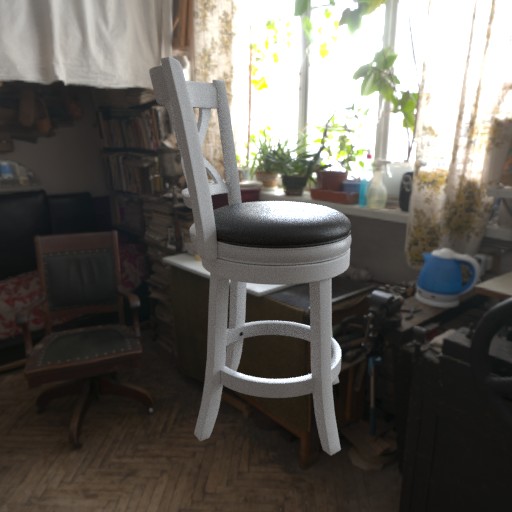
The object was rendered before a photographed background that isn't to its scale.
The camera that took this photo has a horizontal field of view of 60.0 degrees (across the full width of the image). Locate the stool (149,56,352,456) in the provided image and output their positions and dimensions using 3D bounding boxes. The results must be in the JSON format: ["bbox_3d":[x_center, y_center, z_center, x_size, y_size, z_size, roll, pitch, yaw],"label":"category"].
[{"bbox_3d":[0.000,0.000,1.218,0.508,0.953,0.444,3,16,9],"label":"stool"}]
